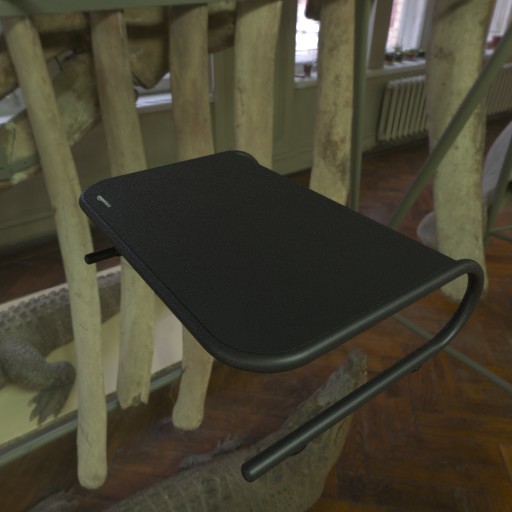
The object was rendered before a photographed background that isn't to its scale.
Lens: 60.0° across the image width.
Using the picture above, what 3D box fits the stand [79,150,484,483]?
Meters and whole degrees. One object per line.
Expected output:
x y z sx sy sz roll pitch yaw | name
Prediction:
0.000 0.000 0.487 0.280 0.108 0.370 -21 38 -30 | stand
